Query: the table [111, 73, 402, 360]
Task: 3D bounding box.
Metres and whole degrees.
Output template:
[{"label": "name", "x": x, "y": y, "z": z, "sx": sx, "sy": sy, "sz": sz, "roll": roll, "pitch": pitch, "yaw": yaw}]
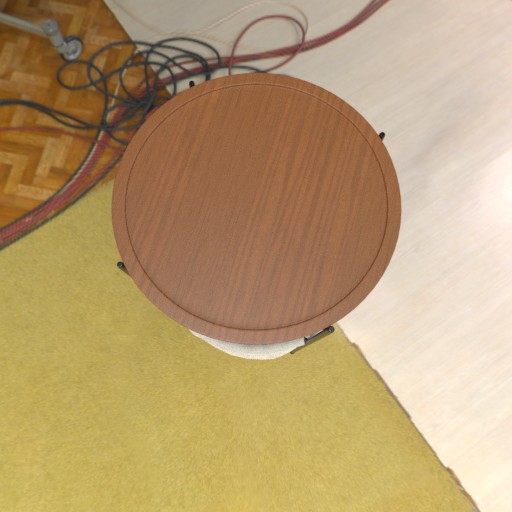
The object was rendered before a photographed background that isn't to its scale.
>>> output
[{"label": "table", "x": 0.000, "y": 0.000, "z": 0.890, "sx": 0.393, "sy": 0.623, "sz": 0.393, "roll": 17, "pitch": 76, "yaw": 4}]
